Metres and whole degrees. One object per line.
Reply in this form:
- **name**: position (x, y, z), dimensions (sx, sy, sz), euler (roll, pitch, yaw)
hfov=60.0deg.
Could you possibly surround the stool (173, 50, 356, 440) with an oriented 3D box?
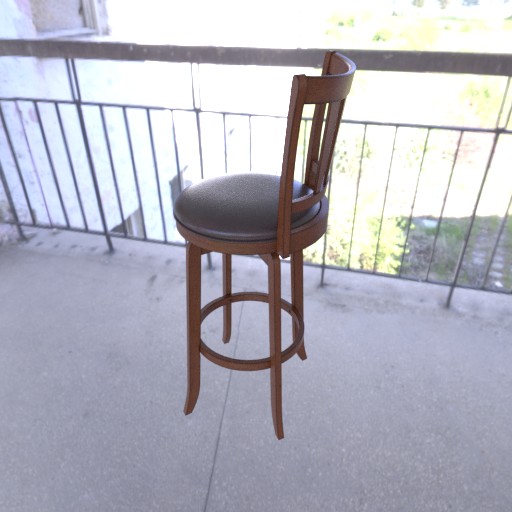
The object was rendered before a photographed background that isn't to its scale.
- **stool**: position (0.000, 0.000, 1.432), dimensions (0.503, 1.177, 0.464), euler (9, 32, 15)
